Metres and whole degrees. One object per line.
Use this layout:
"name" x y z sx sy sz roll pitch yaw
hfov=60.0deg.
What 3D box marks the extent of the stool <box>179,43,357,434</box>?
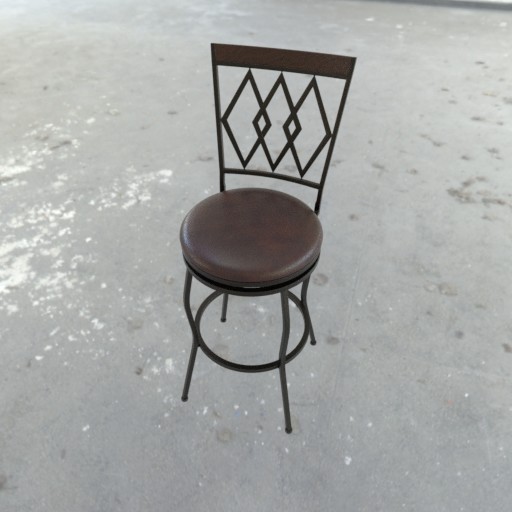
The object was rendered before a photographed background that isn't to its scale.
"stool" 0.000 0.000 1.430 0.432 1.134 0.521 12 43 13
